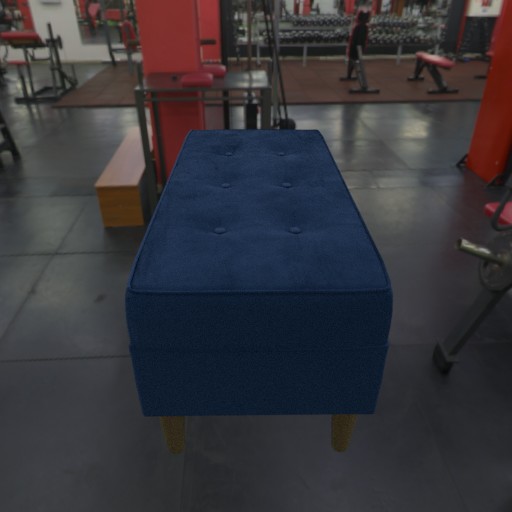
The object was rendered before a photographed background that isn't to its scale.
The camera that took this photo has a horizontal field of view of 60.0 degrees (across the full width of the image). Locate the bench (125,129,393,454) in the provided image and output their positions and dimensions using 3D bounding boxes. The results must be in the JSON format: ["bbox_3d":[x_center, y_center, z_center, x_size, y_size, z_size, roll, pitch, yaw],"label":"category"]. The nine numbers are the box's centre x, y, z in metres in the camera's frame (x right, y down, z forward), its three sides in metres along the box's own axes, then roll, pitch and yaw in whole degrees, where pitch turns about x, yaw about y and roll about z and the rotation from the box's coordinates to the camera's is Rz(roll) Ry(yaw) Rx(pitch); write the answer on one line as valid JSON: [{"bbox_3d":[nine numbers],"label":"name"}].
[{"bbox_3d":[0.000,0.000,1.290,0.489,0.467,1.010,0,31,-1],"label":"bench"}]
